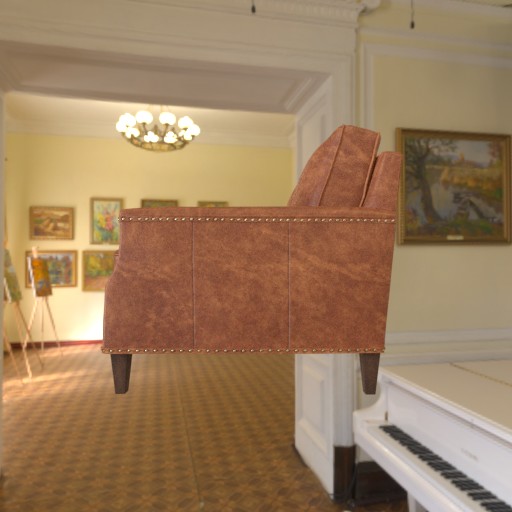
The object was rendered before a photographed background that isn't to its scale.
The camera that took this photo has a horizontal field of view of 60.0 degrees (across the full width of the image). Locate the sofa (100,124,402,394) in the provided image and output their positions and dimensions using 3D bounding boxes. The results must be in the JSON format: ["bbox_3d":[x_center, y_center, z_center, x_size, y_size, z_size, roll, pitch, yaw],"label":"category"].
[{"bbox_3d":[0.000,0.000,2.317,1.084,1.003,1.597,0,-1,0],"label":"sofa"}]
